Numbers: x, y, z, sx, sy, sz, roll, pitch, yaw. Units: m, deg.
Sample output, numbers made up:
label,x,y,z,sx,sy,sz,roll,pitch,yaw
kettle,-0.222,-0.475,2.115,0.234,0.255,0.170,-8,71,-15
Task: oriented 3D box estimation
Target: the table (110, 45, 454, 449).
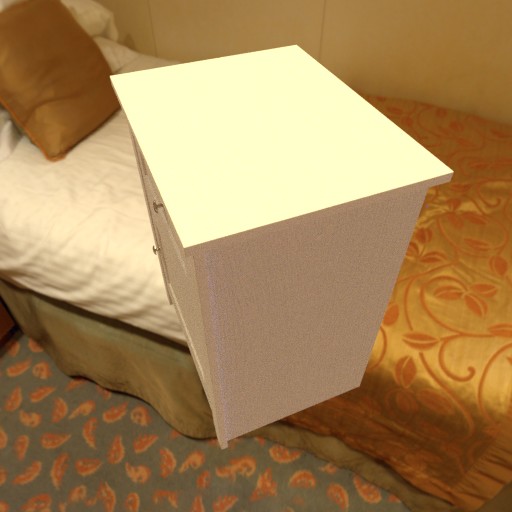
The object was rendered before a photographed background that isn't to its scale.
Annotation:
label,x,y,z,sx,sy,sz,roll,pitch,yaw
table,0.000,0.000,0.931,0.381,0.635,0.480,-17,48,-16
